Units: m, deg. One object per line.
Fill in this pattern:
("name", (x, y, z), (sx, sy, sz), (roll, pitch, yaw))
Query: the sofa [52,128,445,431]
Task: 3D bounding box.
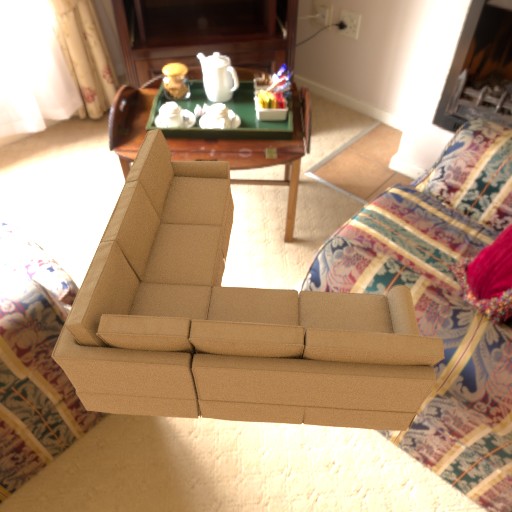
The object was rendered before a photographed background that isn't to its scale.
("sofa", (0.000, 0.000, 4.191), (2.730, 1.124, 2.733), (3, 47, 2))
